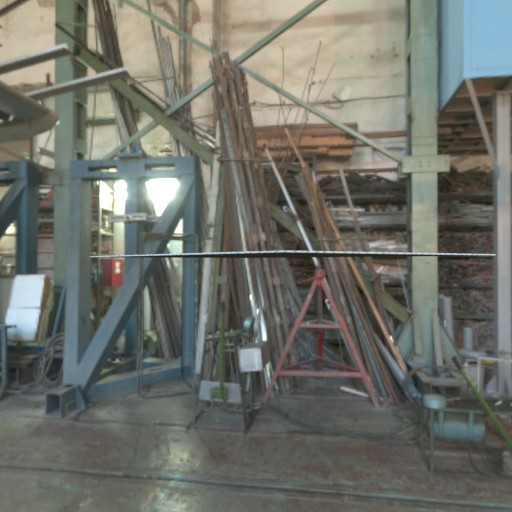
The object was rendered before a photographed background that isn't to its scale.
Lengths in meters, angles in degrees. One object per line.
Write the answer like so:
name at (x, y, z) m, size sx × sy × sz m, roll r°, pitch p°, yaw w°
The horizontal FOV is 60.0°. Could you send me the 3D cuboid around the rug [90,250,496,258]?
rug at (0.000, 0.000, 3.002) m, size 1.526 × 0.008 × 2.441 m, roll 0°, pitch -1°, yaw -36°
